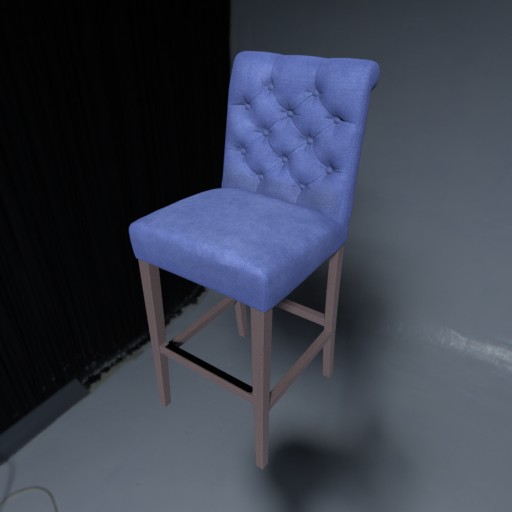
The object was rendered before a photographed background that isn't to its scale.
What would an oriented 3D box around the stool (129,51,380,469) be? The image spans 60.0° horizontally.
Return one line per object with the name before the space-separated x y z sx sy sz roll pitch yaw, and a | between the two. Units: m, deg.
stool | 0.000 0.000 1.422 0.493 1.140 0.601 20 36 30
